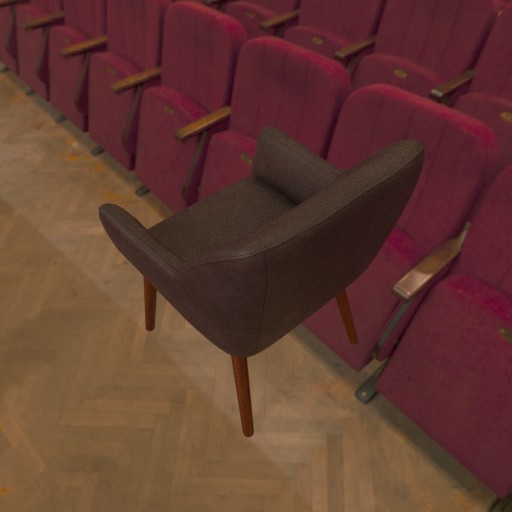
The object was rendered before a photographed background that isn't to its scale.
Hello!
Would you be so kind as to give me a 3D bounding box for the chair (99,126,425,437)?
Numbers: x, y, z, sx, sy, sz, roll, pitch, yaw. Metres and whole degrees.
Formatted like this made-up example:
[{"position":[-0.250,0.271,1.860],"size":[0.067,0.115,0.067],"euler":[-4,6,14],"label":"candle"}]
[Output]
[{"position":[0.000,0.000,1.258],"size":[0.610,0.828,0.610],"euler":[-33,55,-27],"label":"chair"}]
